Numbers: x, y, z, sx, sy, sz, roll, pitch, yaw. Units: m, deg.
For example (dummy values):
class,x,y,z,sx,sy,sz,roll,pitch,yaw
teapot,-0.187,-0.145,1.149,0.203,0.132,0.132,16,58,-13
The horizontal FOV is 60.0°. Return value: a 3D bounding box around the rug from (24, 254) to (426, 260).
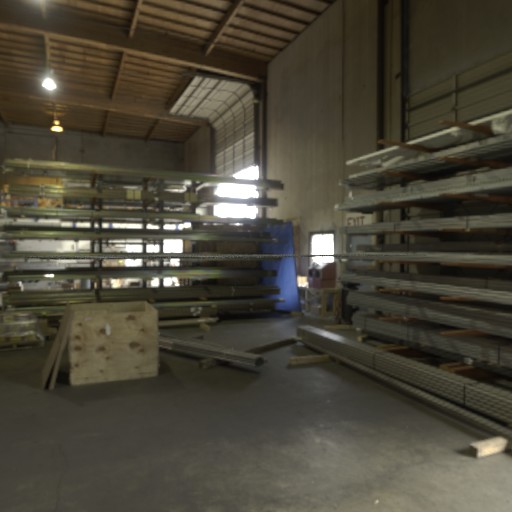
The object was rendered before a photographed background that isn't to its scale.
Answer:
class,x,y,z,sx,sy,sz,roll,pitch,yaw
rug,0.000,0.000,2.711,2.434,0.012,0.760,0,1,-36
